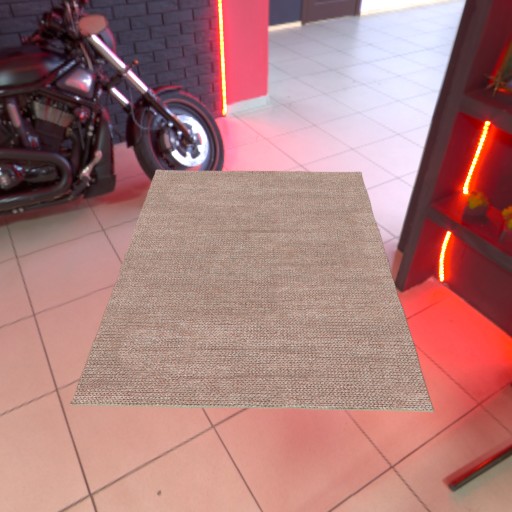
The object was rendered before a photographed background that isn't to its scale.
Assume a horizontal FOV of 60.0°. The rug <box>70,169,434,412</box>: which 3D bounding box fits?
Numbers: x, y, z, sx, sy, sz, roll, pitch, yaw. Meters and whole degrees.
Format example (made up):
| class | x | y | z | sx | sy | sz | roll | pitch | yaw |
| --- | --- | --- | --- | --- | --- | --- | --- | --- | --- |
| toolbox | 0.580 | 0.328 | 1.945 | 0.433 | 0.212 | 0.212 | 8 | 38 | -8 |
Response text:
| class | x | y | z | sx | sy | sz | roll | pitch | yaw |
| --- | --- | --- | --- | --- | --- | --- | --- | --- | --- |
| rug | 0.000 | 0.000 | 4.080 | 2.429 | 0.030 | 3.052 | 1 | 41 | 1 |
